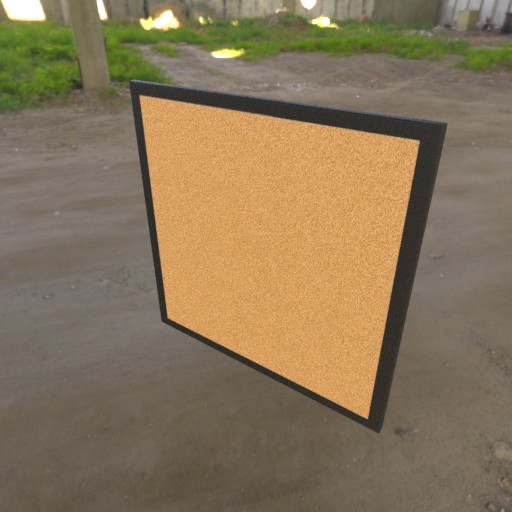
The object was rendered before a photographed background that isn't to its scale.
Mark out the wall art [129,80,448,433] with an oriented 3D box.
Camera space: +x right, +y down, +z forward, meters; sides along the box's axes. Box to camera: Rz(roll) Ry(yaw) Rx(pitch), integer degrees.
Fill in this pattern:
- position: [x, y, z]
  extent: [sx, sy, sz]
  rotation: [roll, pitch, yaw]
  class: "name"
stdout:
- position: [0.000, 0.000, 0.960]
  extent: [0.663, 0.659, 0.016]
  rotation: [20, 36, 30]
  class: "wall art"
